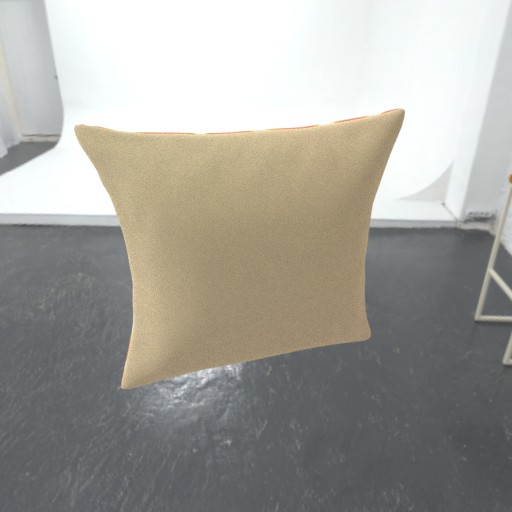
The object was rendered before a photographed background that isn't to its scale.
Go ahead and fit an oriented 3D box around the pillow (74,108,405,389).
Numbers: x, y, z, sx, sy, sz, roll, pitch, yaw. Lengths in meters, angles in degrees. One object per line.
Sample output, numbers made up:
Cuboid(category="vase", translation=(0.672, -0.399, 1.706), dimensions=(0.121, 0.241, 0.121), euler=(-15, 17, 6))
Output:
Cuboid(category="pillow", translation=(0.000, 0.000, 0.827), dimensions=(0.552, 0.508, 0.166), euler=(-8, 28, -16))
